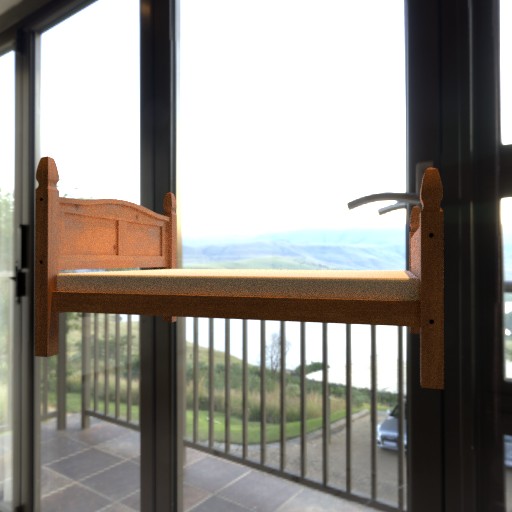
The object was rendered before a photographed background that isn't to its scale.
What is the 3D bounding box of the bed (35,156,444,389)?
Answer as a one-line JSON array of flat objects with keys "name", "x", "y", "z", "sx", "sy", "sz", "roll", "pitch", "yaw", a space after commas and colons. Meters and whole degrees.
[{"name": "bed", "x": 0.000, "y": 0.000, "z": 2.821, "sx": 2.069, "sy": 1.100, "sz": 1.490, "roll": 0, "pitch": -1, "yaw": 17}]
